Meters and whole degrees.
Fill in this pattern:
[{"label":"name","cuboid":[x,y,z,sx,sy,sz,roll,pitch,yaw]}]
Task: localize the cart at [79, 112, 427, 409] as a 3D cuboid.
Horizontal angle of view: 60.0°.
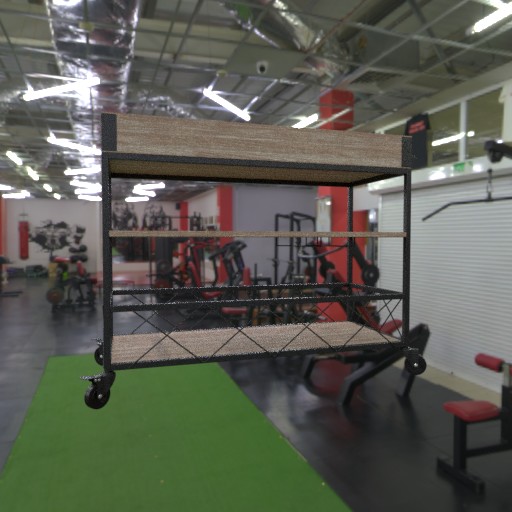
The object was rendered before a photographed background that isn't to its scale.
[{"label":"cart","cuboid":[0.000,0.000,1.517,1.101,0.787,0.500,-1,2,-17]}]
